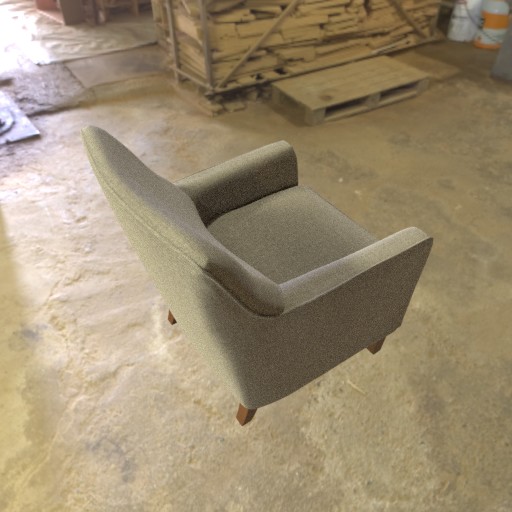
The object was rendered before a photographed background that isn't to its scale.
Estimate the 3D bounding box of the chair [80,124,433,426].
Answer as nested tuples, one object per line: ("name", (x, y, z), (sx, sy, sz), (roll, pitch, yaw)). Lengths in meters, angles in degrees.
("chair", (0.000, 0.000, 1.769), (0.993, 1.047, 0.887), (-25, 48, -25))
